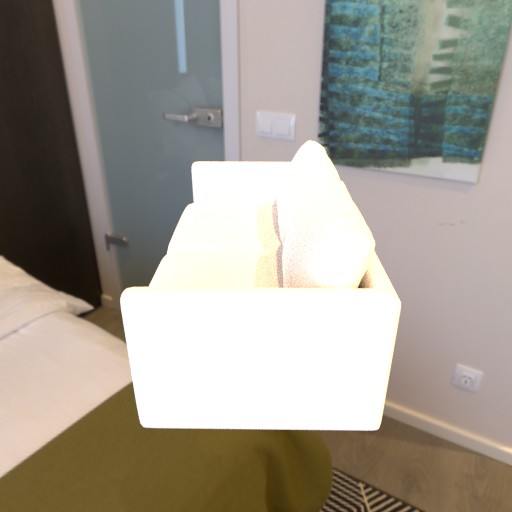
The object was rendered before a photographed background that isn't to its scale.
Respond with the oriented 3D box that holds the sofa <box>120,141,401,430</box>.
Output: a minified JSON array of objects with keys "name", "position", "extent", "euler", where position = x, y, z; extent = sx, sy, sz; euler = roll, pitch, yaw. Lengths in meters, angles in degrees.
[{"name":"sofa","position":[0.000,0.000,2.249],"extent":[0.940,0.893,1.713],"euler":[0,26,1]}]
